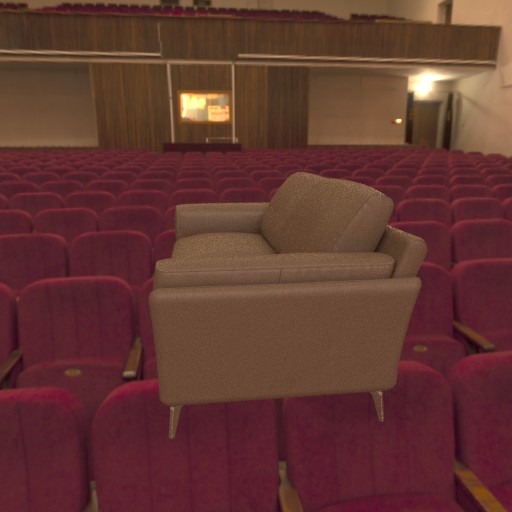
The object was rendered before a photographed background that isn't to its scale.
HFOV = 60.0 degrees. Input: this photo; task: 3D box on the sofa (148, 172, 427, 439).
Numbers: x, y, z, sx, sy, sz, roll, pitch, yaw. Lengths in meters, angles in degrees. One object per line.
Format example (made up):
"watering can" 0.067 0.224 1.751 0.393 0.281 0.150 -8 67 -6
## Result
"sofa" 0.000 0.000 2.625 1.049 0.930 2.101 -2 13 -7
